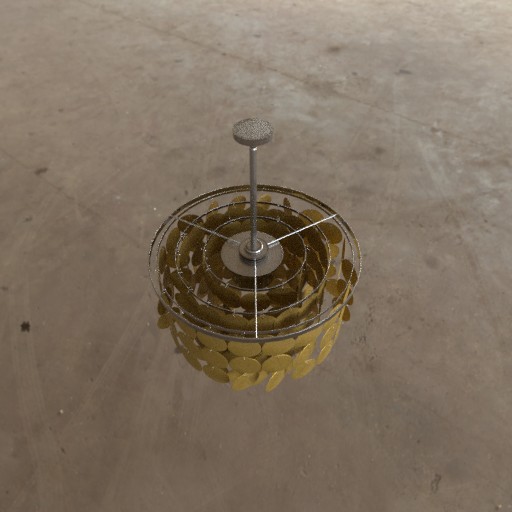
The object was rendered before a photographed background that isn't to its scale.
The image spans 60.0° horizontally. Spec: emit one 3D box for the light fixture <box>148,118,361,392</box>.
[{"bbox_3d":[0.000,0.000,0.759,0.368,0.492,0.368,0,47,0],"label":"light fixture"}]
